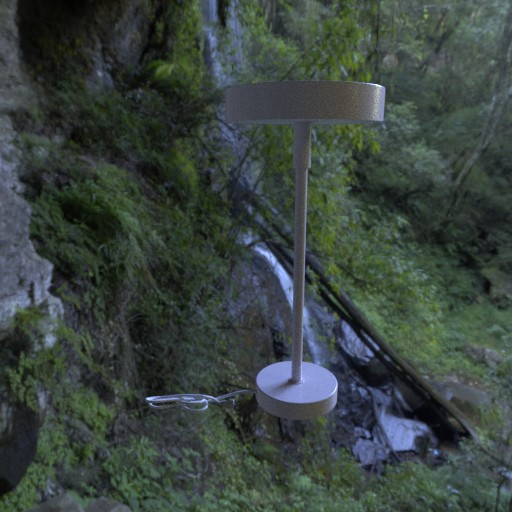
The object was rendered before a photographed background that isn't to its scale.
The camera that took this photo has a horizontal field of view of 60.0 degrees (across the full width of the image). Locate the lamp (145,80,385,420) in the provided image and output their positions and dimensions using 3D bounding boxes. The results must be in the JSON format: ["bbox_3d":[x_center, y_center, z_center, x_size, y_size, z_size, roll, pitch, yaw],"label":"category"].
[{"bbox_3d":[0.000,0.000,0.695,0.369,0.508,0.229,-2,15,-9],"label":"lamp"}]
